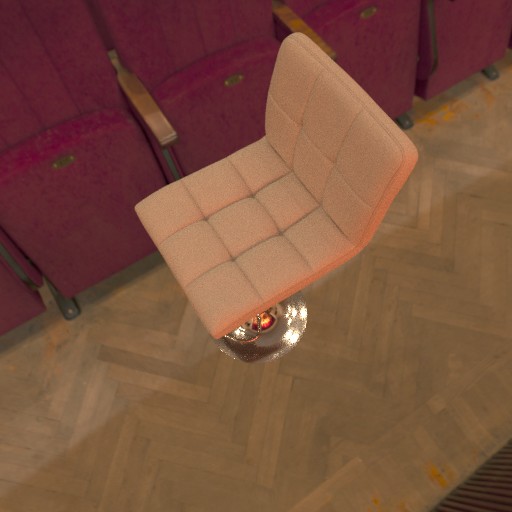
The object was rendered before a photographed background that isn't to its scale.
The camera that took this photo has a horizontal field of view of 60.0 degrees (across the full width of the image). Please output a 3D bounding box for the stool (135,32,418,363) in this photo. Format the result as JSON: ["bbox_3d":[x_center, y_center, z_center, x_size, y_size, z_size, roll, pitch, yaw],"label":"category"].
[{"bbox_3d":[0.000,0.000,1.347,0.505,1.115,0.430,-30,68,-13],"label":"stool"}]
